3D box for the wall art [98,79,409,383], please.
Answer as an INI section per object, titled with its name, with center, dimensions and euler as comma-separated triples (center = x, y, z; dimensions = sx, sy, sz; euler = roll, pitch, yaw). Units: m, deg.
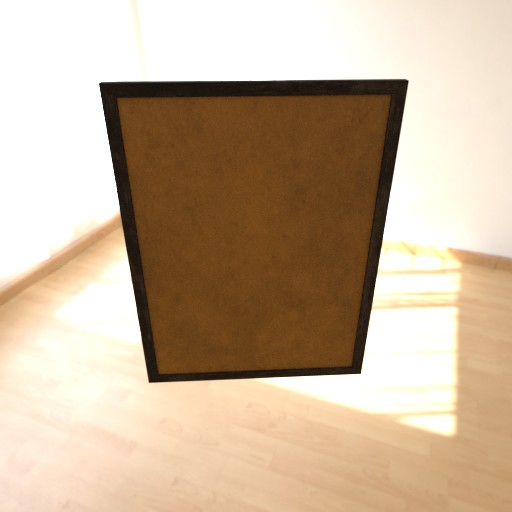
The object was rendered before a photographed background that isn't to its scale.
[wall art]
center = 0.000, 0.000, 1.437
dimensions = 0.812, 1.066, 0.029
euler = -2, 30, -3
